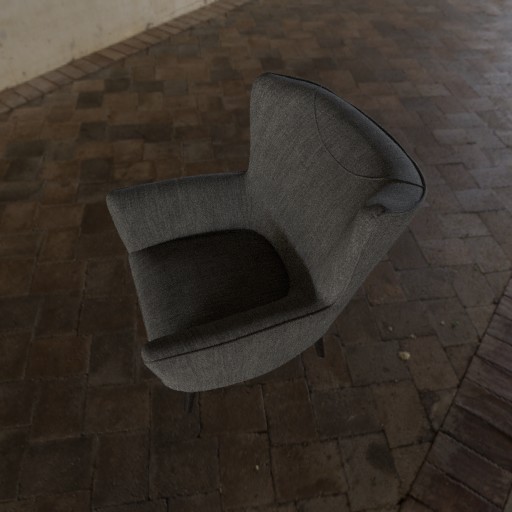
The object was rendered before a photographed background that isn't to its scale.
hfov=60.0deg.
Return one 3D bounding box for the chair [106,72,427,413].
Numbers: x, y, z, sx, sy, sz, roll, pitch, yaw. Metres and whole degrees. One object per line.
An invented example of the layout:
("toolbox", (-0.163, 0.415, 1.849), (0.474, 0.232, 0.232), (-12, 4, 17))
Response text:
("chair", (0.000, 0.000, 1.558), (0.888, 0.933, 0.781), (-16, 49, -14))
